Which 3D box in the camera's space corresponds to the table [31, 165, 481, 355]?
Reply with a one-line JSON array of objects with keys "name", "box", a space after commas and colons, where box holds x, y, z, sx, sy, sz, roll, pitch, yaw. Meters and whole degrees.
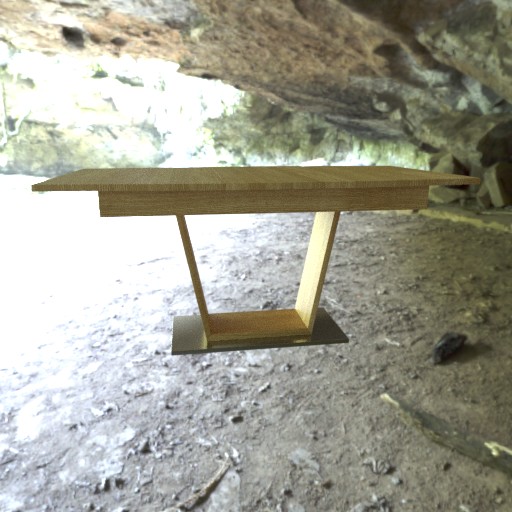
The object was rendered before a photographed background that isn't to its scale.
[{"name": "table", "box": [0.000, 0.000, 2.019, 1.598, 0.748, 0.900, -2, 15, -9]}]
